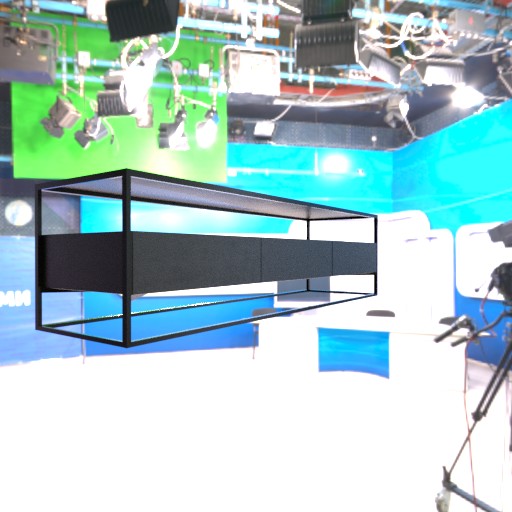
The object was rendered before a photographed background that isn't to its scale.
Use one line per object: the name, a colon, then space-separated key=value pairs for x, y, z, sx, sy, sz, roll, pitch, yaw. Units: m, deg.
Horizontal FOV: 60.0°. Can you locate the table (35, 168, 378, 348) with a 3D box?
table: x=0.000 y=0.000 z=1.684 sx=0.399 sy=0.395 sz=1.486 roll=0 pitch=0 yaw=36
